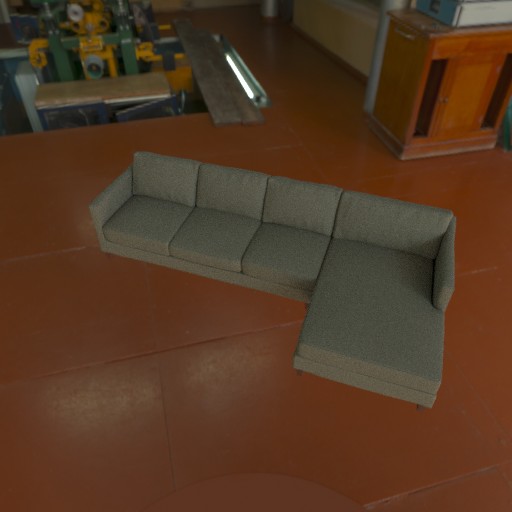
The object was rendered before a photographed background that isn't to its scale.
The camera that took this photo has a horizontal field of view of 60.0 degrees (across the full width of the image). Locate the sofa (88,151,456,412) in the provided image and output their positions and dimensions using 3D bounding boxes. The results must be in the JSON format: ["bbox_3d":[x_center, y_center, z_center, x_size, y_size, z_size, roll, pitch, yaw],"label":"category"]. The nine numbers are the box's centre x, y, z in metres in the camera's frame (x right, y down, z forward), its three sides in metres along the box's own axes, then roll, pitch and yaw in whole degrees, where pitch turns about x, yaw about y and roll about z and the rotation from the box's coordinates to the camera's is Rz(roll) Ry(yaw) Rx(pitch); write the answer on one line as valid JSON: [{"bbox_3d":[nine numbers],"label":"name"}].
[{"bbox_3d":[0.000,0.000,3.879,3.186,0.861,1.625,13,44,14],"label":"sofa"}]
